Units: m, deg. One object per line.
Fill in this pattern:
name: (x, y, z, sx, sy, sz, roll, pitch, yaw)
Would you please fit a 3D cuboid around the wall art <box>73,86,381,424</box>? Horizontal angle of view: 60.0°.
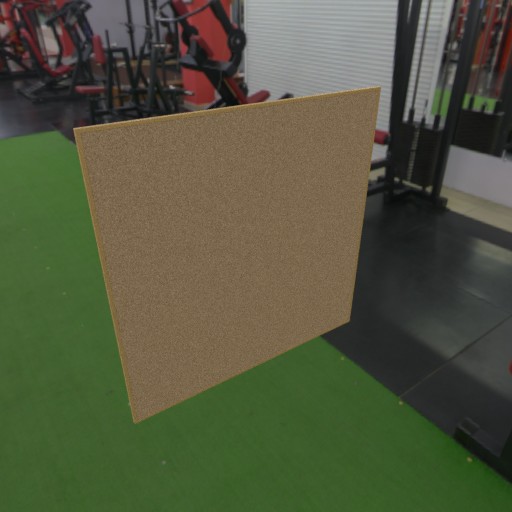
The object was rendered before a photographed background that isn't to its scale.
wall art: (0.000, 0.000, 1.446, 0.962, 0.959, 0.013, -19, 35, -29)
